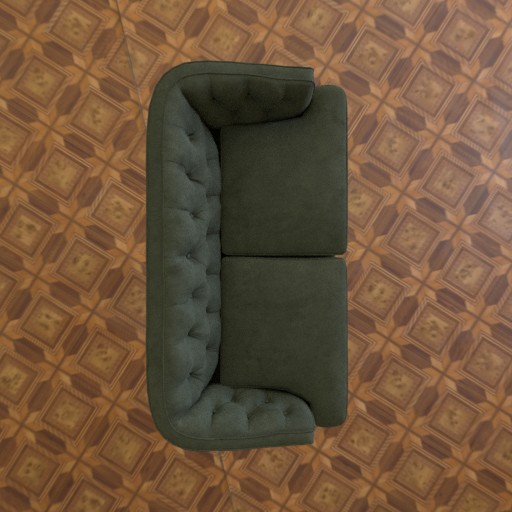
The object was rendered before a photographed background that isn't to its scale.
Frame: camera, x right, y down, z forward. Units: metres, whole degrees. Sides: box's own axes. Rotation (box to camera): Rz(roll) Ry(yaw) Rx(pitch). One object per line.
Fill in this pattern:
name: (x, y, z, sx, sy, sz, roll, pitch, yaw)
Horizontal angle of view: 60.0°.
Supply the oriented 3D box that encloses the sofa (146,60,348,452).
sofa: (0.000, 0.000, 2.268, 0.941, 0.855, 1.733, 0, 90, 0)
